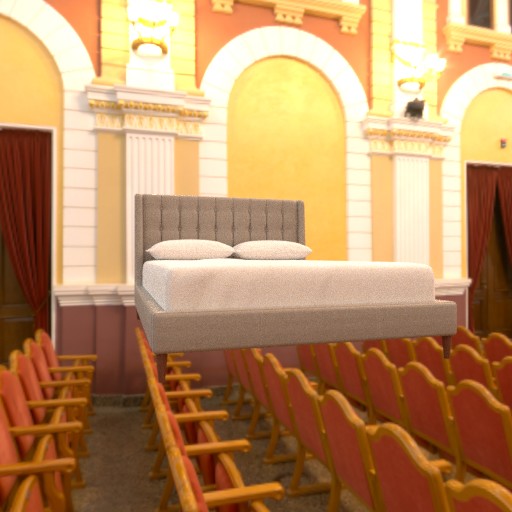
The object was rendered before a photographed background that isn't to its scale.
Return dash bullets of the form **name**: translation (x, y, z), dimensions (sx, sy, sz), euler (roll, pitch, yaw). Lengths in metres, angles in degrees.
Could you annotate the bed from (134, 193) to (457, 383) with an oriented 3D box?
- **bed**: translation (0.000, 0.000, 3.265), dimensions (1.656, 1.147, 2.232), euler (0, 0, -17)
